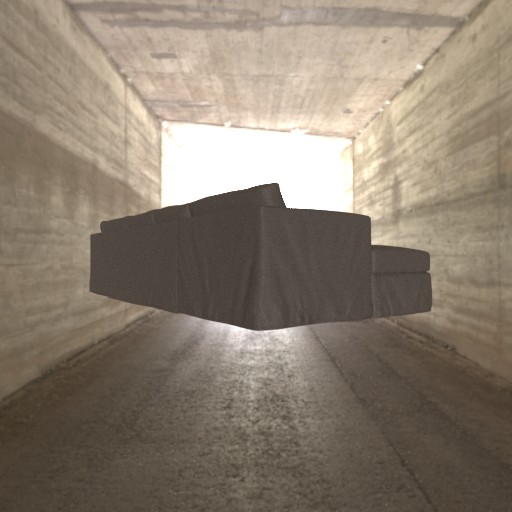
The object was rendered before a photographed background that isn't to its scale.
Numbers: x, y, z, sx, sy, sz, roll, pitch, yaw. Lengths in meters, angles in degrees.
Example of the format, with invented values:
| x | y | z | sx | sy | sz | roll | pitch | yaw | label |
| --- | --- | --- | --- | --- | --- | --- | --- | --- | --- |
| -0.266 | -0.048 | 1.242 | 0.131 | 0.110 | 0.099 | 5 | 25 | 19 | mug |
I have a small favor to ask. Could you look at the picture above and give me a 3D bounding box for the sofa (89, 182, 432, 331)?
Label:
| x | y | z | sx | sy | sz | roll | pitch | yaw | label |
| --- | --- | --- | --- | --- | --- | --- | --- | --- | --- |
| 0.000 | 0.000 | 4.551 | 2.476 | 0.878 | 3.528 | 0 | -1 | -35 | sofa |
